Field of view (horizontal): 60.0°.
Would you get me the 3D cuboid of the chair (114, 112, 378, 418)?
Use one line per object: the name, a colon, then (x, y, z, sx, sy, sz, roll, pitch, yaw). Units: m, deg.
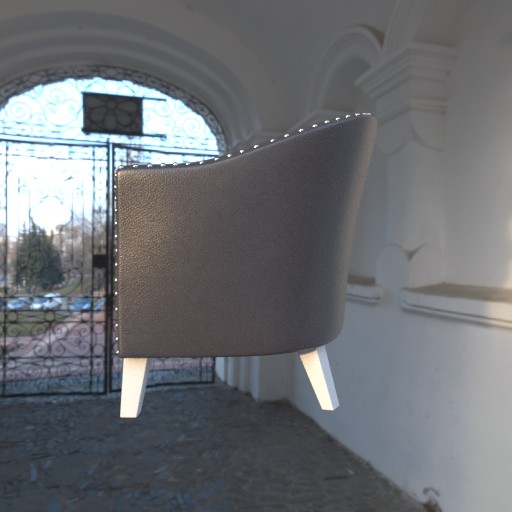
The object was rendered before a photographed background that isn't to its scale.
chair: (0.000, 0.000, 1.453, 0.748, 0.823, 0.794, 0, 0, 0)
